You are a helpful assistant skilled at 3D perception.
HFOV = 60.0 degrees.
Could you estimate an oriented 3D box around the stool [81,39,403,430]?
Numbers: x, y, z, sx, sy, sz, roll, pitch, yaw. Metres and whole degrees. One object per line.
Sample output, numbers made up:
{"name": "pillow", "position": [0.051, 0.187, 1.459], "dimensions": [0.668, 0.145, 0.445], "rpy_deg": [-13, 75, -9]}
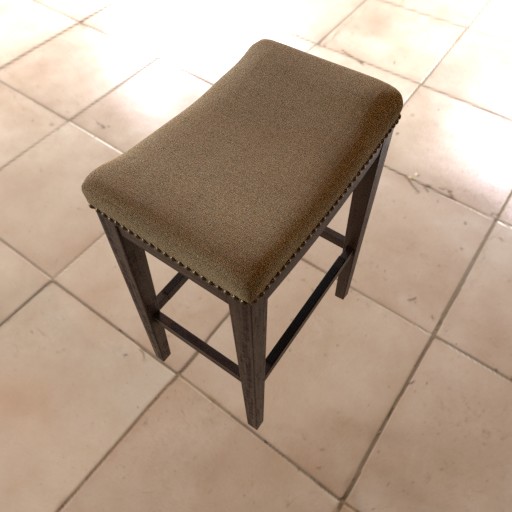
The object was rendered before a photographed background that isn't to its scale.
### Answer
{"name": "stool", "position": [0.000, 0.000, 1.043], "dimensions": [0.363, 0.768, 0.509], "rpy_deg": [30, 62, 18]}
